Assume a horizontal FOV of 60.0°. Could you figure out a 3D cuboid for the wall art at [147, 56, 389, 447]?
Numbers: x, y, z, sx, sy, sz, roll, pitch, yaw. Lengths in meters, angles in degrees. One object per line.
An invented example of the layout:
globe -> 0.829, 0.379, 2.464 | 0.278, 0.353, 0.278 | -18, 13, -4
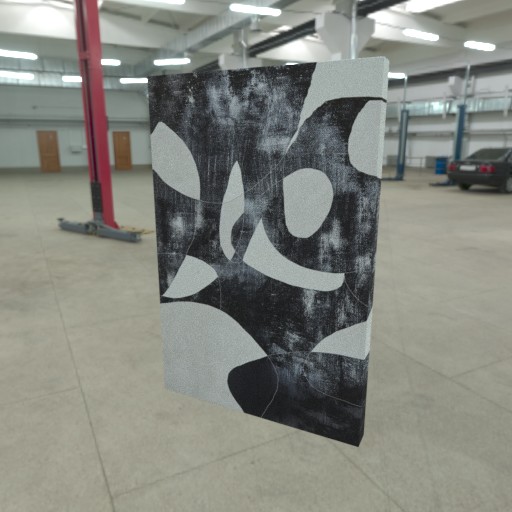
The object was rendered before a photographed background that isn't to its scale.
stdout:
wall art -> 0.000, 0.000, 0.777 | 0.407, 0.610, 0.039 | 7, 16, 26
